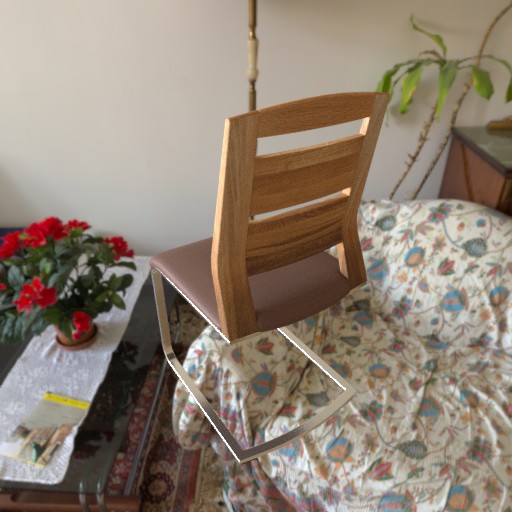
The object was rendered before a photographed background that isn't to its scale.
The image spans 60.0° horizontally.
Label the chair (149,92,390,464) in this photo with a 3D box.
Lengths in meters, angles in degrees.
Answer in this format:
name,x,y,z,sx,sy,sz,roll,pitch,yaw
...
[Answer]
name,x,y,z,sx,sy,sz,roll,pitch,yaw
chair,0.000,0.000,1.284,0.460,0.970,0.570,-19,36,-29
